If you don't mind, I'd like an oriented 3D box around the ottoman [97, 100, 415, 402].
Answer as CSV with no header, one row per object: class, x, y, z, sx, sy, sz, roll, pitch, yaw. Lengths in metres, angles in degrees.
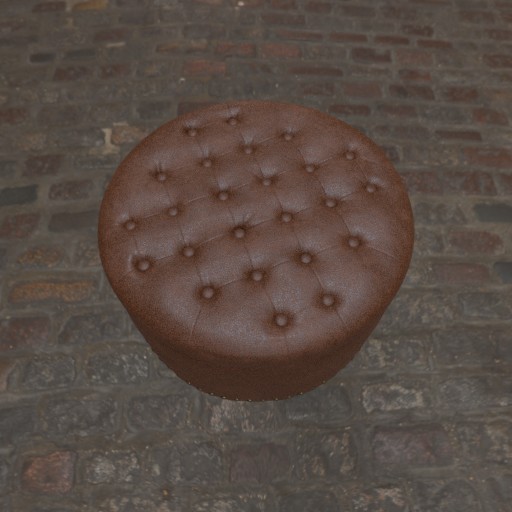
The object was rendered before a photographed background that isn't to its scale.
ottoman,0.000,0.000,1.060,0.637,0.442,0.637,0,59,0
